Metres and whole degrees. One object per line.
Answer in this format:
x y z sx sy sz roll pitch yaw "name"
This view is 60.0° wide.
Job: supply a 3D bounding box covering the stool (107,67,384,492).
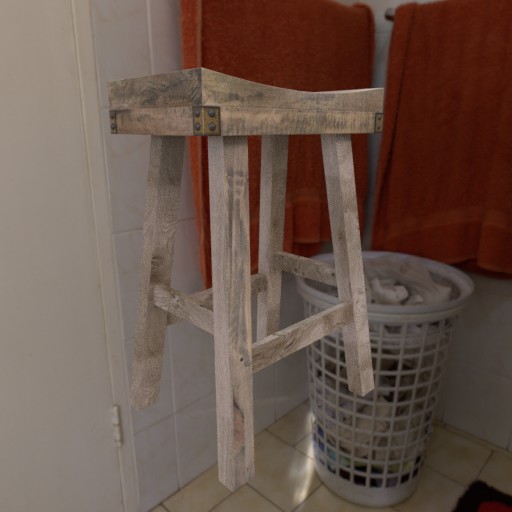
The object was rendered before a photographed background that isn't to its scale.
0.000 0.000 0.879 0.450 0.635 0.330 -15 22 -42 "stool"
